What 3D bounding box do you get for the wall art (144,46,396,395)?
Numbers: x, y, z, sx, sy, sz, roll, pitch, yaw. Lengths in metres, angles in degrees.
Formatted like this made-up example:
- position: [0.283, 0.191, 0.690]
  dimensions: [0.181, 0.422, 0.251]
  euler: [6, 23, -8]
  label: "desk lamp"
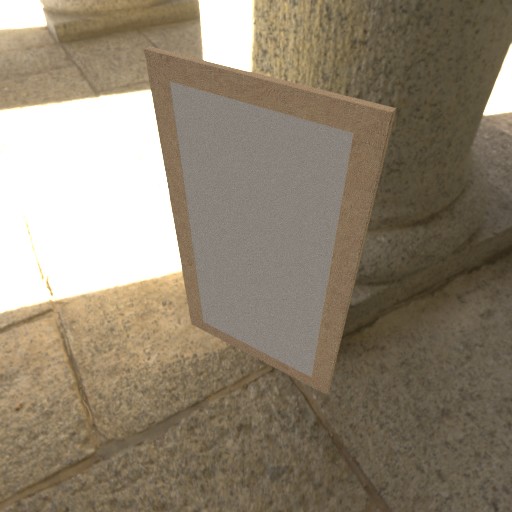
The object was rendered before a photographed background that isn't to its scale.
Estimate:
- position: [0.000, 0.000, 0.834]
  dimensions: [0.381, 0.683, 0.013]
  euler: [23, 50, 21]
  label: "wall art"
